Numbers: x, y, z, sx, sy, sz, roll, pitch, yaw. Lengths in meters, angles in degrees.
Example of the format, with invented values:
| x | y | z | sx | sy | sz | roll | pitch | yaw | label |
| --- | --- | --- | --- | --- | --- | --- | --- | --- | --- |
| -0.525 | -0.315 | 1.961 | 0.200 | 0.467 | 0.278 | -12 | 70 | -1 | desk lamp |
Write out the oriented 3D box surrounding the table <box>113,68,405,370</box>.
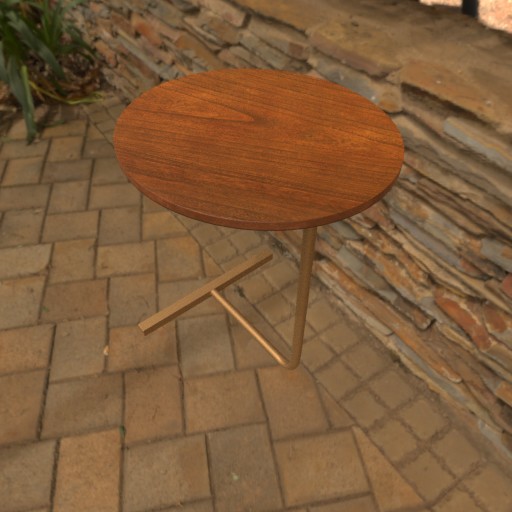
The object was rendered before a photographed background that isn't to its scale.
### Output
| x | y | z | sx | sy | sz | roll | pitch | yaw | label |
| --- | --- | --- | --- | --- | --- | --- | --- | --- | --- |
| 0.000 | 0.000 | 1.110 | 0.530 | 0.706 | 0.577 | -30 | 53 | -27 | table |
